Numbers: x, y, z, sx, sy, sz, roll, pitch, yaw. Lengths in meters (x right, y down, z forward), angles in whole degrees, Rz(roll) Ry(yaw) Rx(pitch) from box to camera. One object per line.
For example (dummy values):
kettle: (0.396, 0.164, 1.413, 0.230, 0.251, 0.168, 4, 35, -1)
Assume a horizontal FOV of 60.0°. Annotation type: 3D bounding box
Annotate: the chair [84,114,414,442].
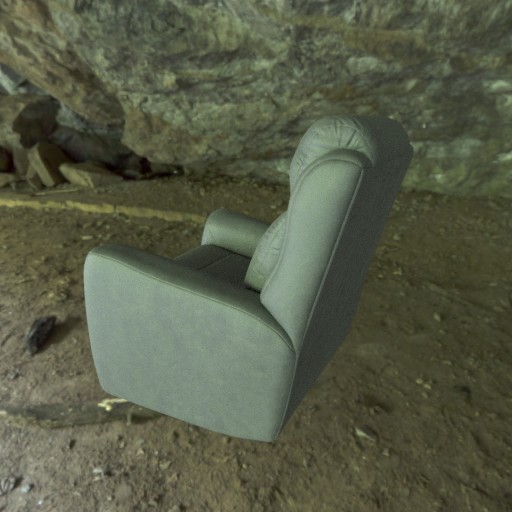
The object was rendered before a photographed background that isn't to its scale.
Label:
chair: (0.000, 0.000, 1.846, 1.068, 1.116, 0.967, 9, 19, 26)
